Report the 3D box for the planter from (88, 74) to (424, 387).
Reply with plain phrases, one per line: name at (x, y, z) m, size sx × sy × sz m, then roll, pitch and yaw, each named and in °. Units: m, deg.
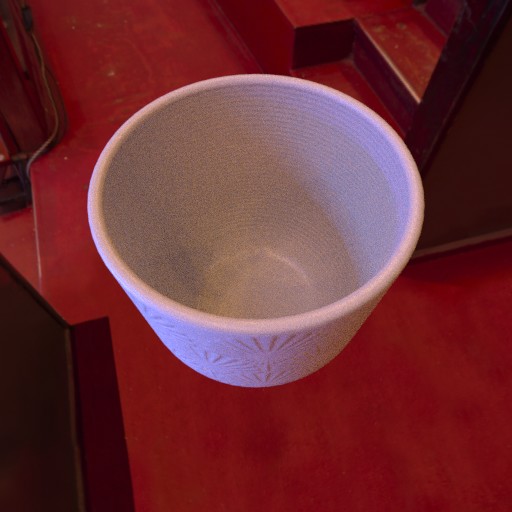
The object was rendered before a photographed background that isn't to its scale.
planter at (0.000, 0.000, 0.290) m, size 0.170 × 0.152 × 0.170 m, roll 0°, pitch 58°, yaw 0°
